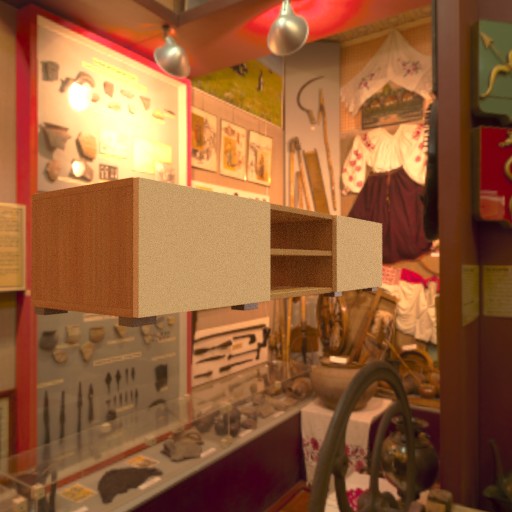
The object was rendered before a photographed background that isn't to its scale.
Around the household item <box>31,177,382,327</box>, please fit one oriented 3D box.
[{"bbox_3d":[0.000,0.000,1.590,0.420,0.310,1.400,0,-1,36],"label":"household item"}]
